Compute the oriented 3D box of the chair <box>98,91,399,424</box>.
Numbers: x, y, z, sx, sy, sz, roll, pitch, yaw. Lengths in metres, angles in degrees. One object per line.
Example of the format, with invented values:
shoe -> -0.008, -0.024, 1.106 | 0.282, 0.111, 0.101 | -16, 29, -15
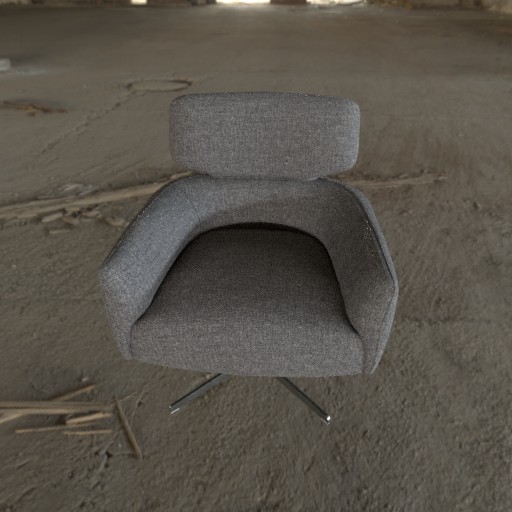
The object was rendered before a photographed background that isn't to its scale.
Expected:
chair -> 0.000, 0.000, 1.327 | 0.706, 0.812, 0.715 | 3, 32, 4
